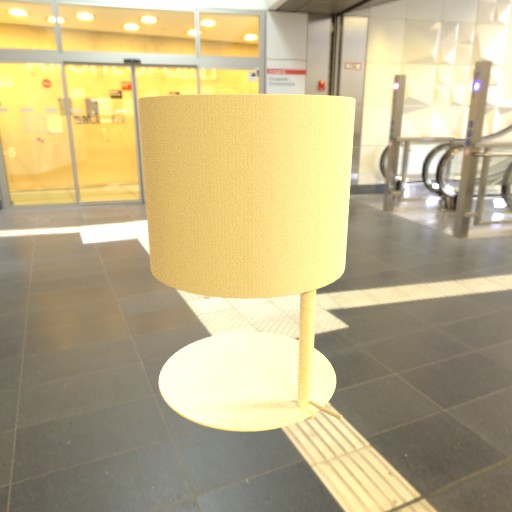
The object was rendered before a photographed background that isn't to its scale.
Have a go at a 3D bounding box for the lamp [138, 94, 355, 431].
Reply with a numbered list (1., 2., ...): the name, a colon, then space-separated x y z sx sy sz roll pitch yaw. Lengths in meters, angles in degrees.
1. lamp: 0.000 0.000 0.681 0.299 0.454 0.341 -16 23 -41
